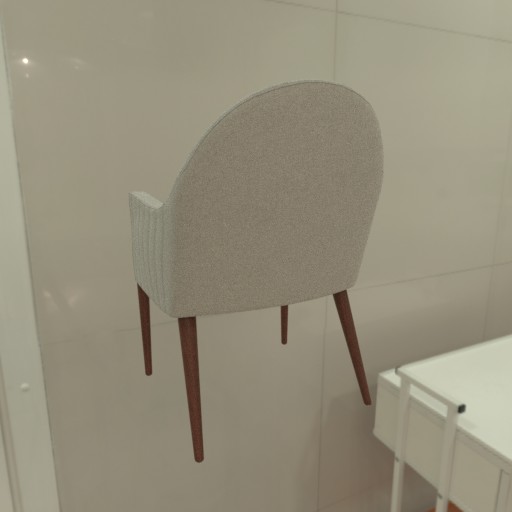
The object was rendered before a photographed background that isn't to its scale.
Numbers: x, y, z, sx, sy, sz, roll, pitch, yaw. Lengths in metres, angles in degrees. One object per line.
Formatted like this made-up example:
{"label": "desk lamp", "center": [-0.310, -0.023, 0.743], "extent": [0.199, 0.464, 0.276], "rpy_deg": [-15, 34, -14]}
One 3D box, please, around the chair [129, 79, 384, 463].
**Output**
{"label": "chair", "center": [0.000, 0.000, 1.292], "extent": [0.610, 0.889, 0.620], "rpy_deg": [-7, 15, -27]}
